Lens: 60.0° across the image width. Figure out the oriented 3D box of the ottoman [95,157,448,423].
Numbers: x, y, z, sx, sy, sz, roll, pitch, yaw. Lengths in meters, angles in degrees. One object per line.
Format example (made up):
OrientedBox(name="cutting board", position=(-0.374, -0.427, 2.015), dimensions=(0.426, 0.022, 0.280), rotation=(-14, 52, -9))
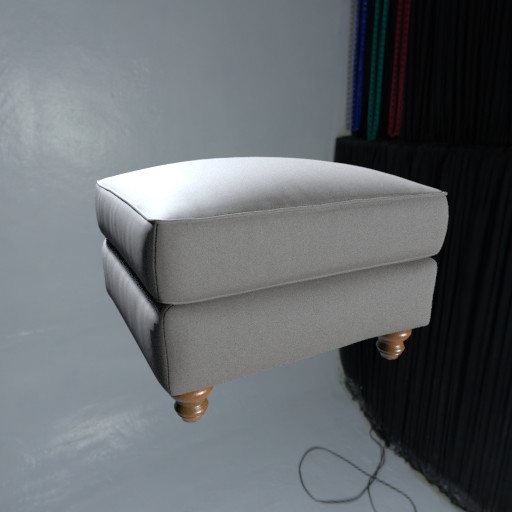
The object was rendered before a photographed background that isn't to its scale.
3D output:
OrientedBox(name="ottoman", position=(0.000, 0.000, 1.179), dimensions=(0.721, 0.505, 0.662), rotation=(-9, 19, -26))
